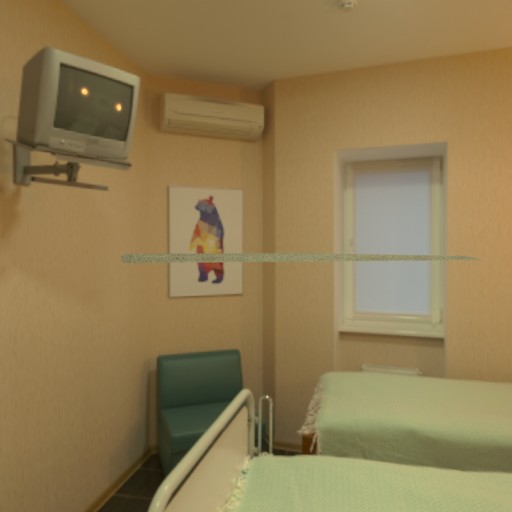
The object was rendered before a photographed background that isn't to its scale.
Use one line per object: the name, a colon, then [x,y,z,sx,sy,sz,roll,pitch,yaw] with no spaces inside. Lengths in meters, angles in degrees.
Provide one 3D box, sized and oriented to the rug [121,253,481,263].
rug: [0.000,0.000,3.997,2.332,0.027,2.933,0,1,-17]
